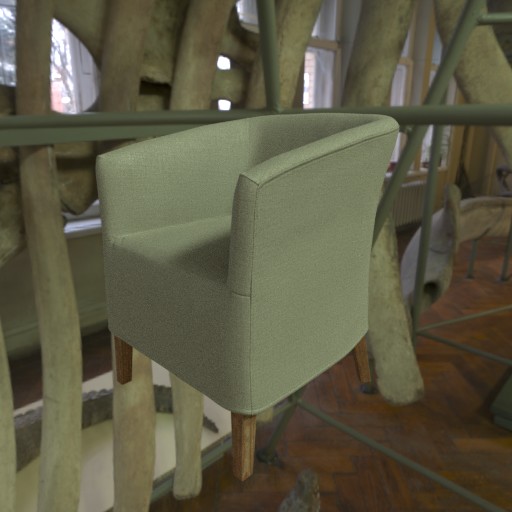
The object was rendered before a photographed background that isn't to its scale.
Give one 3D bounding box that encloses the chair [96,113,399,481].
[{"bbox_3d":[0.000,0.000,1.251,0.600,0.771,0.668,17,24,42],"label":"chair"}]
